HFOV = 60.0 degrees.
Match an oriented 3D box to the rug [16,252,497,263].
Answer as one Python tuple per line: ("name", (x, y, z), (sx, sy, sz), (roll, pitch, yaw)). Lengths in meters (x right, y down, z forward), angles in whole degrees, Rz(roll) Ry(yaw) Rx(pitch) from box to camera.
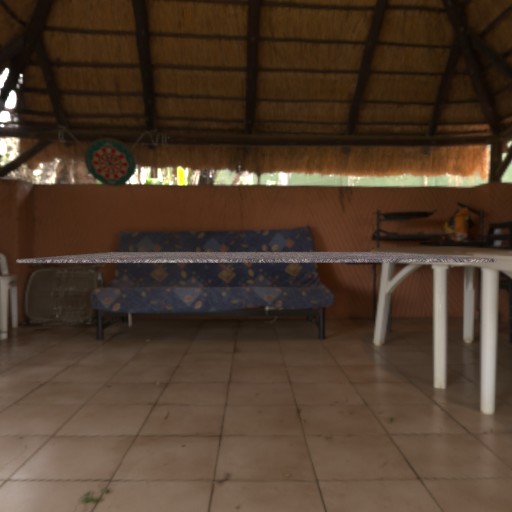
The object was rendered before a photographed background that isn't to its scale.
("rug", (0.000, 0.000, 2.862), (2.298, 0.017, 1.501), (0, 2, -2))
